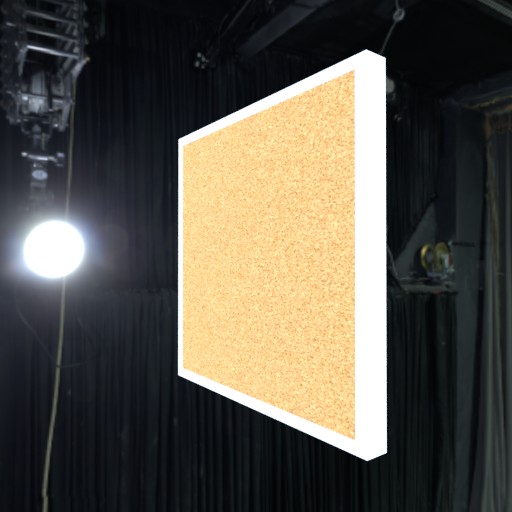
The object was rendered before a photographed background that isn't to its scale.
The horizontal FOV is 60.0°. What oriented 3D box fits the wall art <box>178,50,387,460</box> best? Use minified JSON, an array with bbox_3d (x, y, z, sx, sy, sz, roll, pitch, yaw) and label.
[{"bbox_3d":[0.000,0.000,0.759,0.038,0.505,0.506,0,-1,-37],"label":"wall art"}]
